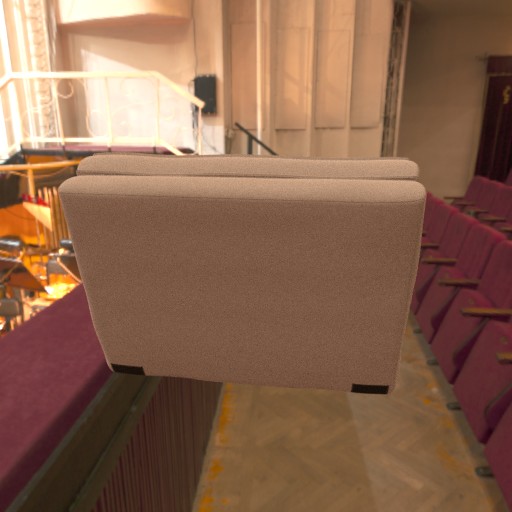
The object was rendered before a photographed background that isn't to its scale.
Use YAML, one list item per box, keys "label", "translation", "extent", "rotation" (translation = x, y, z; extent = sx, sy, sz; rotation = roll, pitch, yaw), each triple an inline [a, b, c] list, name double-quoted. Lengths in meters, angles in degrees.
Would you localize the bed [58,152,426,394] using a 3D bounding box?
- label: "bed"
  translation: [0.000, 0.000, 1.316]
  extent: [0.799, 0.614, 0.749]
  rotation: [2, 16, 8]
